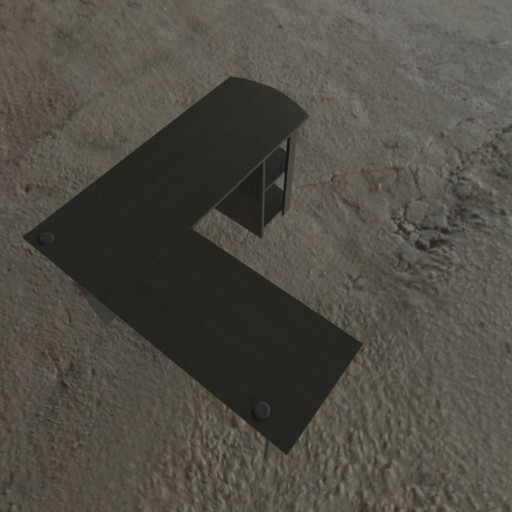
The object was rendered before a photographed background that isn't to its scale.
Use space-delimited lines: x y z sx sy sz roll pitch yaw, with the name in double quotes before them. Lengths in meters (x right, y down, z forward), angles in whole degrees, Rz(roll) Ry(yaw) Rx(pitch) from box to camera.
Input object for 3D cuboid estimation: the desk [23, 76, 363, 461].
"desk" 0.000 0.000 2.141 1.303 0.716 1.361 33 63 19
